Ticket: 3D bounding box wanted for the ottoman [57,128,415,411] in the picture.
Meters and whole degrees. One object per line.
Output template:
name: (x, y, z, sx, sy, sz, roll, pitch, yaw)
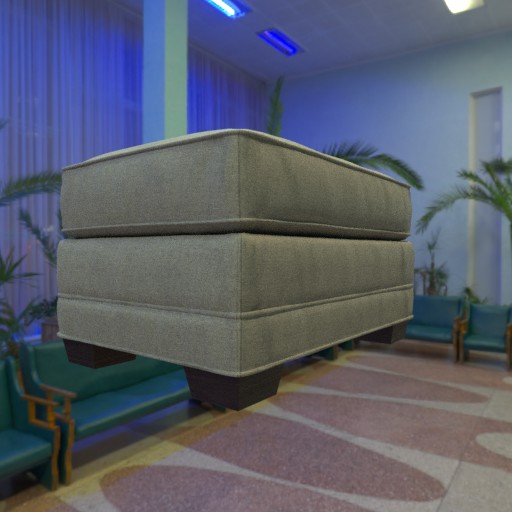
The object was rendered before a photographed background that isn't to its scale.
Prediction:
ottoman: (0.000, 0.000, 1.209, 0.611, 0.508, 0.848, 1, 1, 38)
